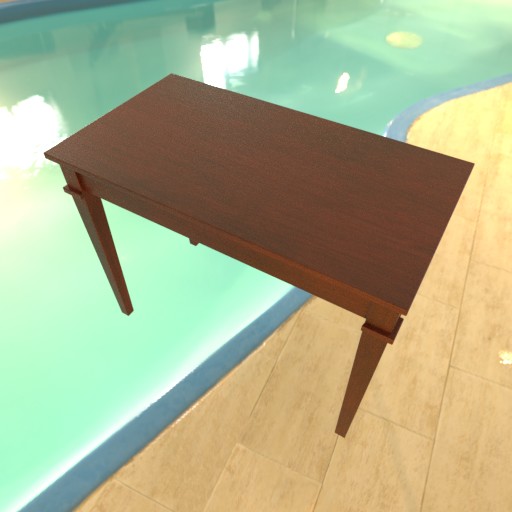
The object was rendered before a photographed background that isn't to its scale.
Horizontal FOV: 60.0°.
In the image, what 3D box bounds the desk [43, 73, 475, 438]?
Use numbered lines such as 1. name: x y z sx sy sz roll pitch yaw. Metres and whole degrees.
1. desk: 0.000 0.000 1.448 1.001 0.762 0.549 24 52 21
